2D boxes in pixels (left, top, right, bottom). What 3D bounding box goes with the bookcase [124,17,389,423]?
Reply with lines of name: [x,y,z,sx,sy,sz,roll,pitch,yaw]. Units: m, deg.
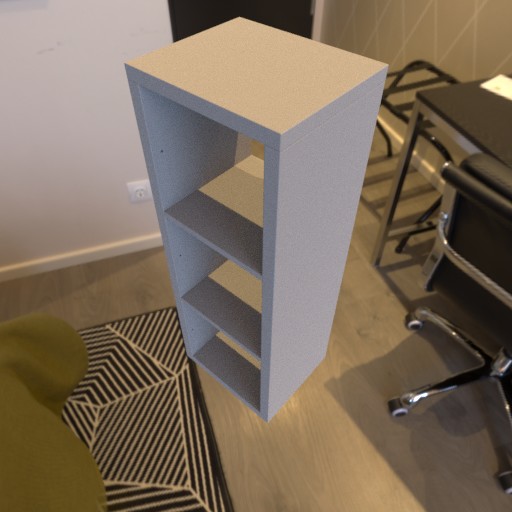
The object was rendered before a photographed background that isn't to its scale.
bookcase: [0.000,0.000,1.246,0.390,1.080,0.330,32,55,27]
